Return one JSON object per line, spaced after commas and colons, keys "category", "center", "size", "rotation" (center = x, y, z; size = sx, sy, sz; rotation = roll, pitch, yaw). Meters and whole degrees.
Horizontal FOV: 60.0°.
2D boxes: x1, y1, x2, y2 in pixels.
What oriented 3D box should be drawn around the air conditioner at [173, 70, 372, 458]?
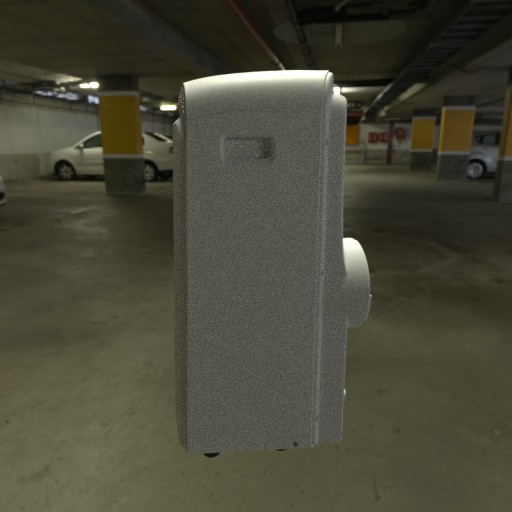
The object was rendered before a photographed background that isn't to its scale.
{"category": "air conditioner", "center": [0.000, 0.000, 0.949], "size": [0.365, 0.700, 0.454], "rotation": [-2, 14, -8]}
